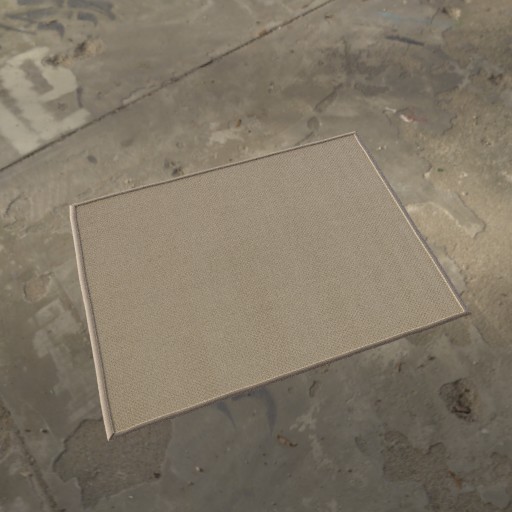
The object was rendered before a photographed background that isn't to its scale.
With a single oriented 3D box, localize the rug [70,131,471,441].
[{"bbox_3d":[0.000,0.000,2.706,2.081,0.020,1.525,-17,61,-9],"label":"rug"}]
